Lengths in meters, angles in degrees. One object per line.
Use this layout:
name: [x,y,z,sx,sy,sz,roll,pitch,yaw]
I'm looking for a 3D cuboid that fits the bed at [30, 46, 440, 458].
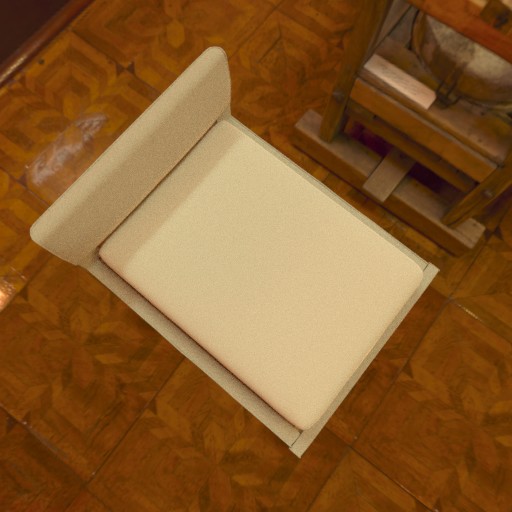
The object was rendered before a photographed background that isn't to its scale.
bed: [0.000,0.000,3.305,2.368,1.067,1.840,39,79,9]
